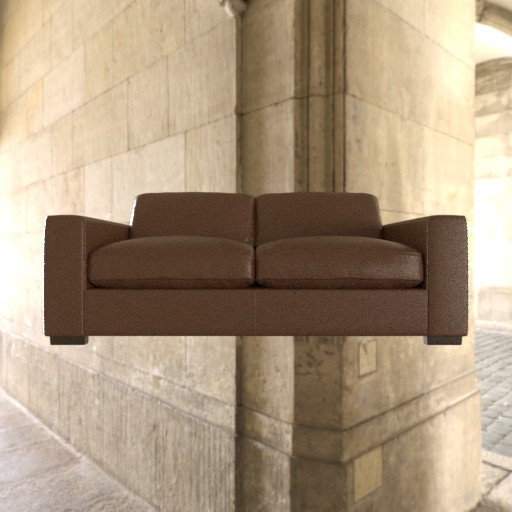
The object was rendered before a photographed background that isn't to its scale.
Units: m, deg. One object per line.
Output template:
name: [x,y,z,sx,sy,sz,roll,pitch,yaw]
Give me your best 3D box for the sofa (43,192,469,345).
sofa: [0.000,0.000,2.487,1.920,0.800,1.070,0,1,0]
